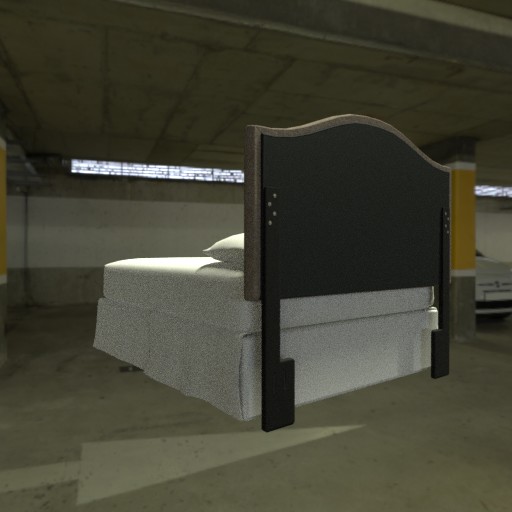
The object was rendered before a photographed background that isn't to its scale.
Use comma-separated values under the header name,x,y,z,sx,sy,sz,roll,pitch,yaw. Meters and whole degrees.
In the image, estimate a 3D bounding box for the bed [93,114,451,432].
name,x,y,z,sx,sy,sz,roll,pitch,yaw
bed,0.000,0.000,3.243,1.713,1.518,2.153,0,1,-37
